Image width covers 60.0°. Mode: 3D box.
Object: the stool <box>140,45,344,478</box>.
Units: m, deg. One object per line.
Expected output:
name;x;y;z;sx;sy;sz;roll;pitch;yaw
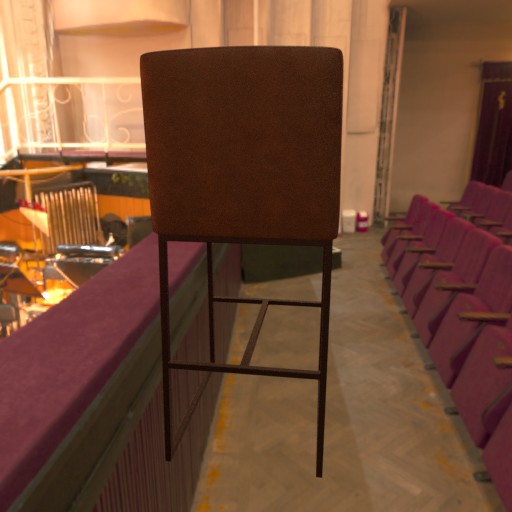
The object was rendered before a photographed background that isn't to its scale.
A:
stool;0.000;0.000;1.328;0.463;1.065;0.562;2;16;8
